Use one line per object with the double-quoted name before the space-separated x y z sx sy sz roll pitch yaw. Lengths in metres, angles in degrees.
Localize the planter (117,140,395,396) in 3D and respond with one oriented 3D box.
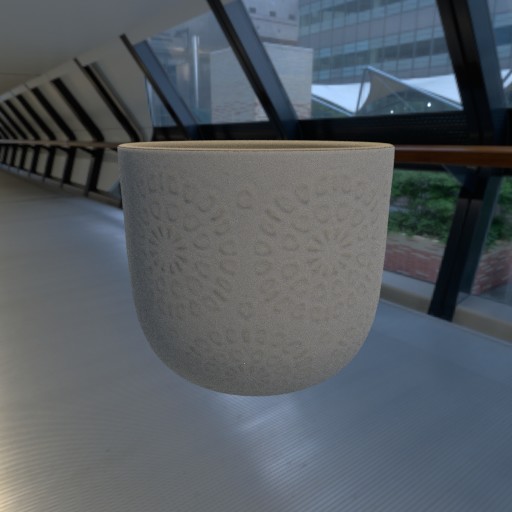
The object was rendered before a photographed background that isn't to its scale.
"planter" 0.000 0.000 0.222 0.124 0.109 0.124 0 16 0
